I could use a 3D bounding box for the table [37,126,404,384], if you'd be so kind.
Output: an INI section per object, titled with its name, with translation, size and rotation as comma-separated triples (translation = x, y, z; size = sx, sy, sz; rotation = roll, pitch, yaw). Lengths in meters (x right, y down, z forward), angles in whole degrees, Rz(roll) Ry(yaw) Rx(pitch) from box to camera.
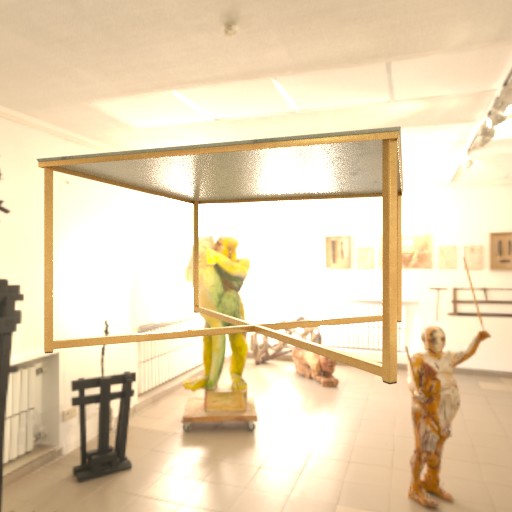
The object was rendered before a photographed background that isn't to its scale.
[table]
translation = 0.000, 0.000, 1.273
size = 0.800, 0.450, 0.800
rotation = 0, 0, 19
